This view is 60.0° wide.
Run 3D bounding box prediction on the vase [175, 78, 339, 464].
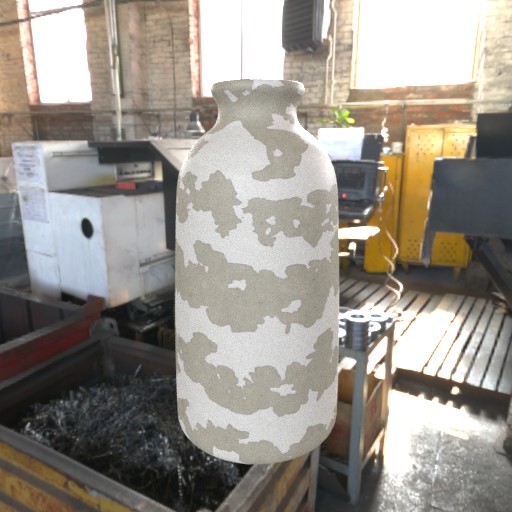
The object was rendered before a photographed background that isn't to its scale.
[{"bbox_3d":[0.000,0.000,0.488,0.186,0.382,0.203,-2,15,-9],"label":"vase"}]
